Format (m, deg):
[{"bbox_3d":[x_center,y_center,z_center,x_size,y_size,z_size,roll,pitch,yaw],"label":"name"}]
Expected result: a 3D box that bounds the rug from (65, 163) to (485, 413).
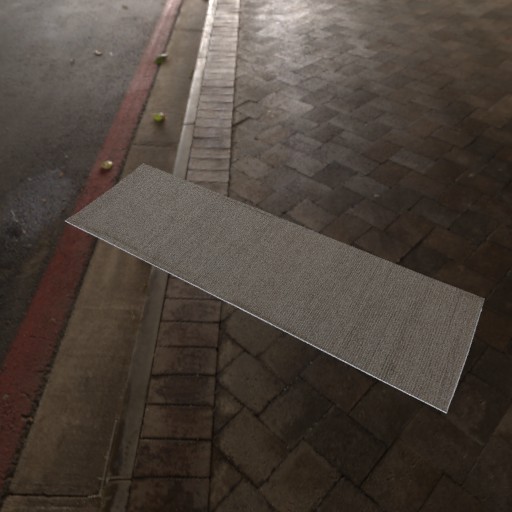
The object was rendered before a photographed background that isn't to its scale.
[{"bbox_3d":[0.000,0.000,2.554,2.390,0.014,0.741,24,50,22],"label":"rug"}]
